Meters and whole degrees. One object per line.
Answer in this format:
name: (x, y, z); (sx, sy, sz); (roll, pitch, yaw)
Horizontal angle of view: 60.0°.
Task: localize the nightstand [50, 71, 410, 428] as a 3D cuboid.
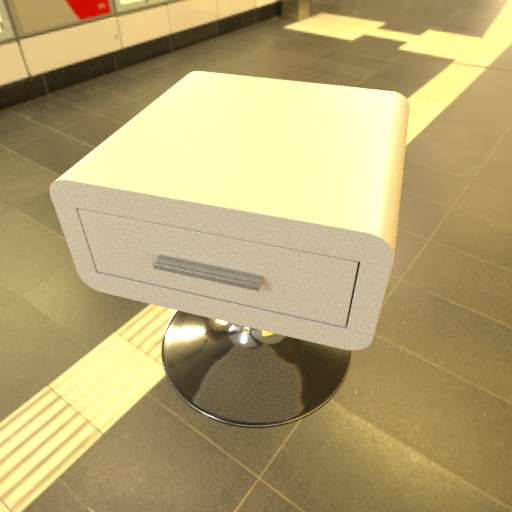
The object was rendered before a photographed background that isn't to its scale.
nightstand: (0.000, 0.000, 0.744); (0.399, 0.447, 0.404); (11, 42, 13)
